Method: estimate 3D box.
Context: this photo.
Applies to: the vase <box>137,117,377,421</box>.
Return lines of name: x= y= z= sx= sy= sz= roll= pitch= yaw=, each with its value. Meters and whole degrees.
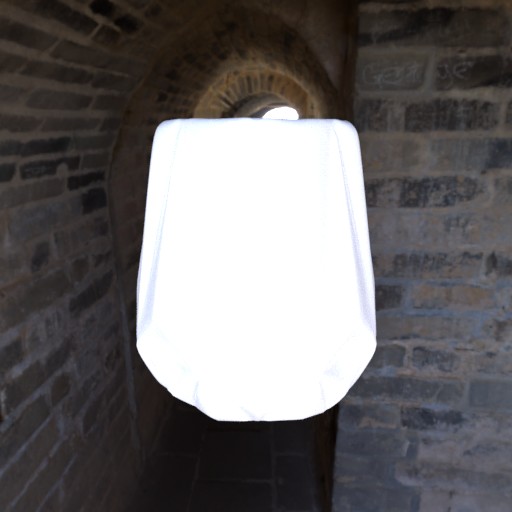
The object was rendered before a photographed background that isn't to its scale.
vase: x=0.000 y=0.000 z=0.259 sx=0.141 sy=0.152 sz=0.141 roll=0 pitch=15 yaw=0
